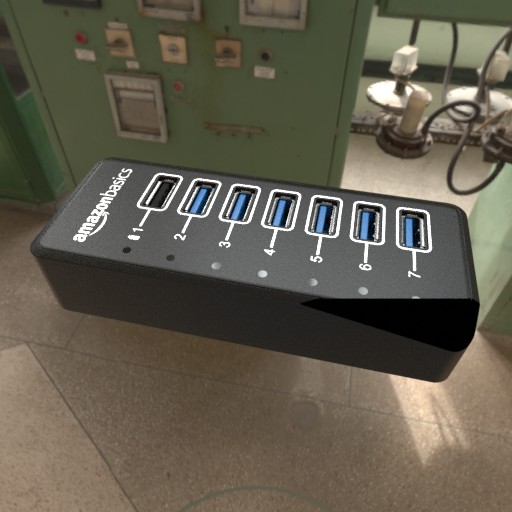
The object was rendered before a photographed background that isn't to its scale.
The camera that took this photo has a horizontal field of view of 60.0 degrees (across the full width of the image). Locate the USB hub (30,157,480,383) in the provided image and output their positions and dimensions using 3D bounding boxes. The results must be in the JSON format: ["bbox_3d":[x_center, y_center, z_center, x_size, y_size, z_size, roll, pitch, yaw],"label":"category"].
[{"bbox_3d":[0.000,0.000,0.125,0.110,0.023,0.044,9,48,9],"label":"USB hub"}]
